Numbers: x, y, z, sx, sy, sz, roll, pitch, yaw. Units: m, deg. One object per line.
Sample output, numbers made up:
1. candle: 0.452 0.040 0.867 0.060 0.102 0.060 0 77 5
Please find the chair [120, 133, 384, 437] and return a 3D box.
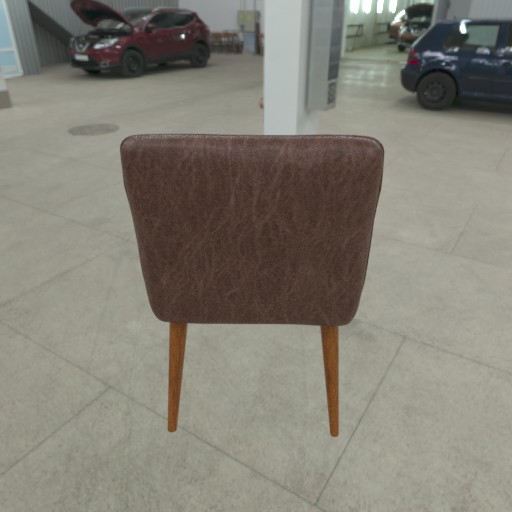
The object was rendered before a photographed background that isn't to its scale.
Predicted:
1. chair: 0.000 0.000 1.231 0.543 0.803 0.645 -1 29 -2
